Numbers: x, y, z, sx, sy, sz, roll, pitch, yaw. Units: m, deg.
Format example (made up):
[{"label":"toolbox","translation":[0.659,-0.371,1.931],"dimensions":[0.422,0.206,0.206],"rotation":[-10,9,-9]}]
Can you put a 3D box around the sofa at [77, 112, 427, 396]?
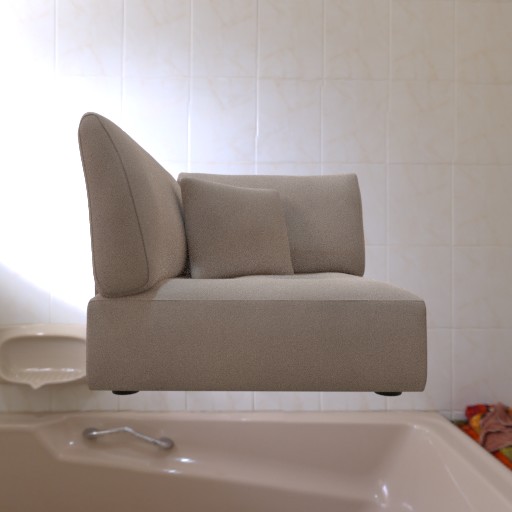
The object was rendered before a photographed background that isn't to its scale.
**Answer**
[{"label":"sofa","translation":[0.000,0.000,1.709],"dimensions":[1.000,0.820,1.000],"rotation":[0,0,1]}]
